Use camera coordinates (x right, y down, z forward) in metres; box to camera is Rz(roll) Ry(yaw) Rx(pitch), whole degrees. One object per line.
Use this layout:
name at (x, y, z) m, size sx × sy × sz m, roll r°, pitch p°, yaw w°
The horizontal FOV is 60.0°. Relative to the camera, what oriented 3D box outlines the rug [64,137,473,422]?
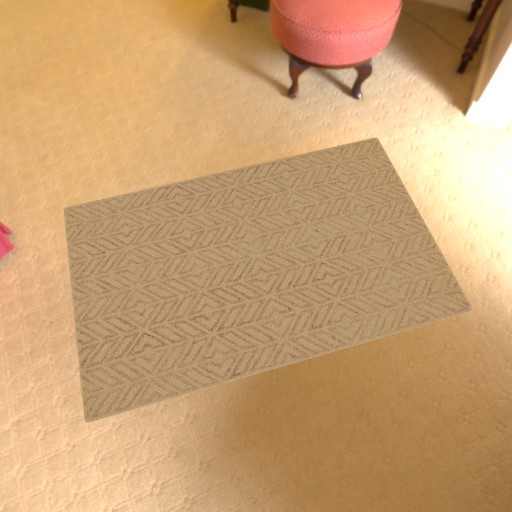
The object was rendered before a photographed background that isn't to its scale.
rug at (0.000, 0.000, 2.996) m, size 2.438 × 0.008 × 1.523 m, roll -14°, pitch 63°, yaw -8°
